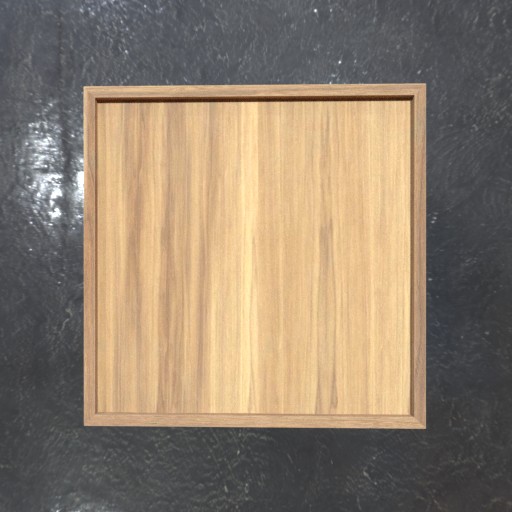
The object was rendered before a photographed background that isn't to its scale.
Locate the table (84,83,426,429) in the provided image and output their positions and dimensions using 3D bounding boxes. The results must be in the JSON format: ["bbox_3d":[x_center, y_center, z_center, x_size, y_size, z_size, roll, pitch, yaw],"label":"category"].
[{"bbox_3d":[0.000,0.000,1.107,0.676,0.464,0.679,0,90,1],"label":"table"}]
